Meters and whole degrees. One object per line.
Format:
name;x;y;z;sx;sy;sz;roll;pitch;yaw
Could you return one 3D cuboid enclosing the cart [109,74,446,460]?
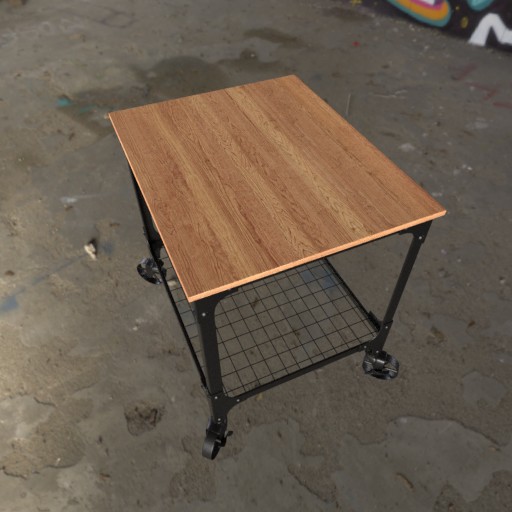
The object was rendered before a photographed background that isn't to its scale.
cart;0.000;0.000;1.126;0.558;0.603;0.666;-18;50;-16
